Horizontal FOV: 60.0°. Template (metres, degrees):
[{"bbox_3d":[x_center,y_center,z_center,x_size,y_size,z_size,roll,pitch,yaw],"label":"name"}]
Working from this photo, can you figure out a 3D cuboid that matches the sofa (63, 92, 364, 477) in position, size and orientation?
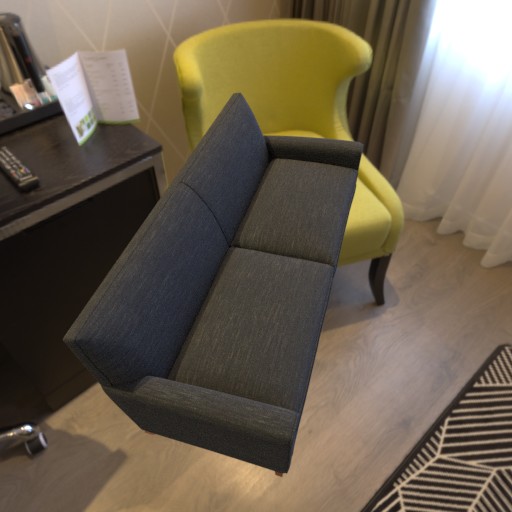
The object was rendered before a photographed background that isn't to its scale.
[{"bbox_3d":[0.000,0.000,2.409,0.875,0.846,1.976,12,48,11],"label":"sofa"}]
